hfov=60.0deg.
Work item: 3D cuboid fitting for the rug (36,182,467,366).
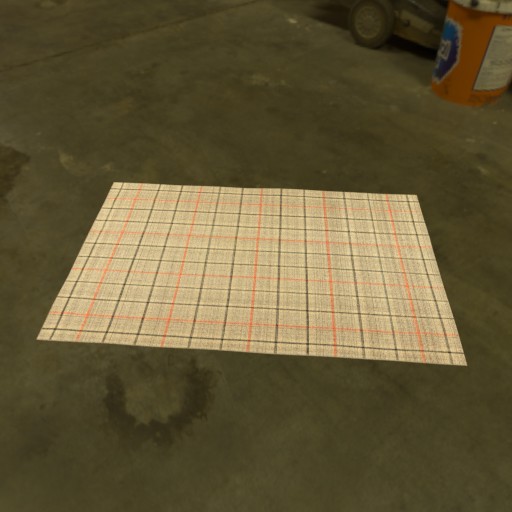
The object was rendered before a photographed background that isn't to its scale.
[{"bbox_3d":[0.000,0.000,3.032,2.439,0.015,1.524,3,46,3],"label":"rug"}]
